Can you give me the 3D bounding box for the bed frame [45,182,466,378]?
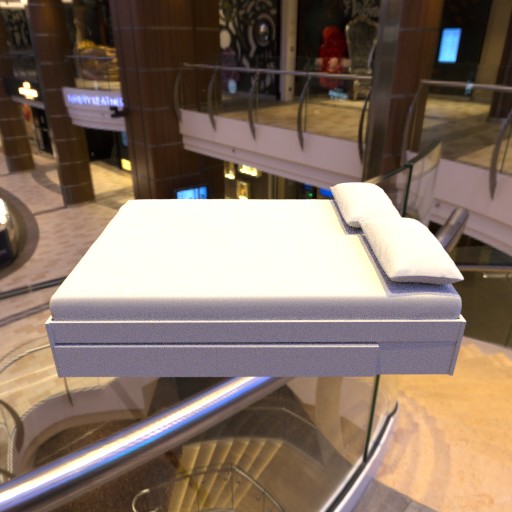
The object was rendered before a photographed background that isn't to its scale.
[{"bbox_3d":[0.000,0.000,2.695,1.950,0.629,1.450,0,26,0],"label":"bed frame"}]
